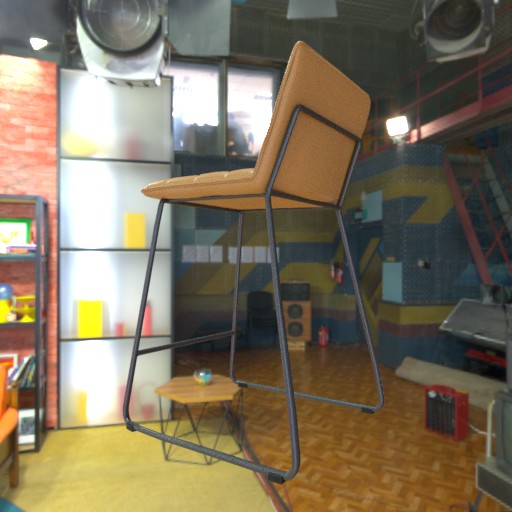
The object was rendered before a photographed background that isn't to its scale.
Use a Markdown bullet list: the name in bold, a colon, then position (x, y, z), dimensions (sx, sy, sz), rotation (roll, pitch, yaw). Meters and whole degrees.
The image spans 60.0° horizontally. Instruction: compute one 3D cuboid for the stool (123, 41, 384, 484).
- **stool**: position (0.000, 0.000, 1.168), dimensions (0.524, 0.866, 0.489), rotation (0, -1, 35)
